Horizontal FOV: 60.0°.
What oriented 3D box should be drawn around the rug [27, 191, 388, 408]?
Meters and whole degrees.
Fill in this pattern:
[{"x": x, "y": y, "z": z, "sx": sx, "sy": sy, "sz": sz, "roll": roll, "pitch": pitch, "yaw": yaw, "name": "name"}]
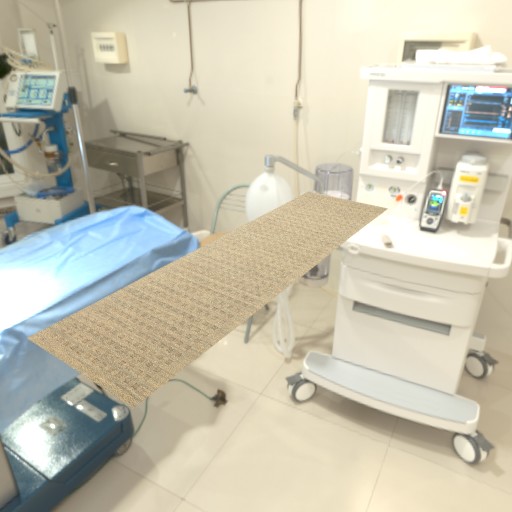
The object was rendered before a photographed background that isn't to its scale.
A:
[{"x": 0.000, "y": 0.000, "z": 2.621, "sx": 0.688, "sy": 0.005, "sz": 2.437, "roll": 18, "pitch": 32, "yaw": 31, "name": "rug"}]
